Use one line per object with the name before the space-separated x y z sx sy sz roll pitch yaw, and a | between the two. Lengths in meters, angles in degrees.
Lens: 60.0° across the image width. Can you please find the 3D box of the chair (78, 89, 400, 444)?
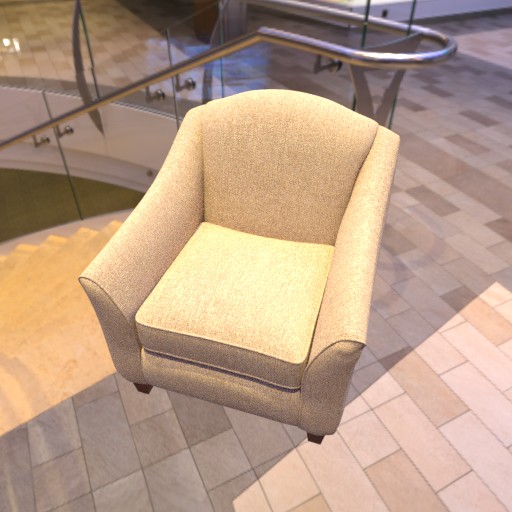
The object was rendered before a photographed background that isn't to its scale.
chair | 0.000 0.000 1.442 0.763 0.839 0.787 11 41 13
